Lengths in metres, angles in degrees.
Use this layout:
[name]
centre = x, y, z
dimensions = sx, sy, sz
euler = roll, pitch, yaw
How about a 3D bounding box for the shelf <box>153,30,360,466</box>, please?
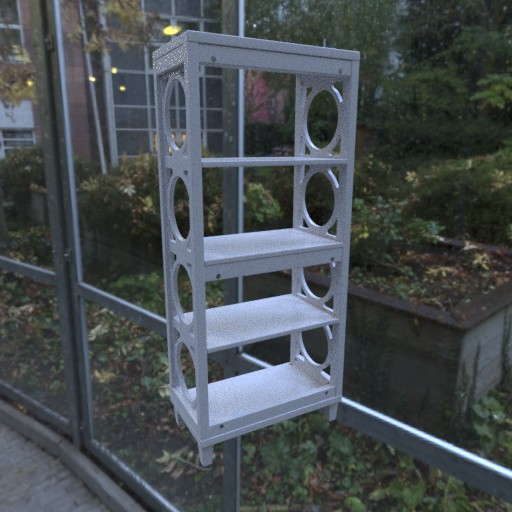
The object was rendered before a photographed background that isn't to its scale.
[shelf]
centre = 0.000, 0.000, 1.658
dimensions = 0.611, 1.411, 0.340
euler = -8, 16, -28
